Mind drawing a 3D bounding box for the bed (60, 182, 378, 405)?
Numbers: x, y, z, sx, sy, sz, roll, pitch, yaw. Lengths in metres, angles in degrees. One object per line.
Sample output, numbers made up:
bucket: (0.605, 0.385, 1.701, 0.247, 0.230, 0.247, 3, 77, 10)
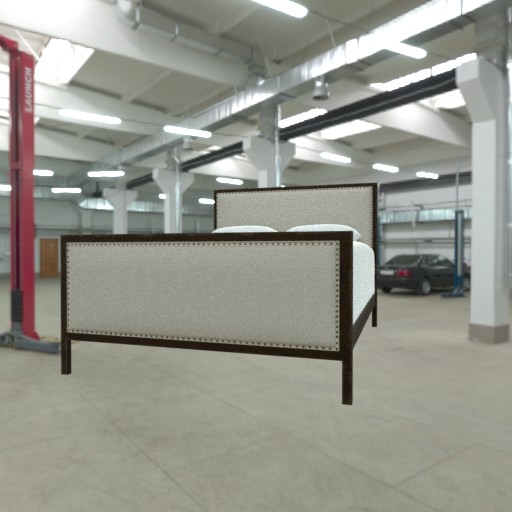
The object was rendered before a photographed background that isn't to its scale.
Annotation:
bed: (0.000, 0.000, 3.247, 1.607, 1.313, 2.221, 0, 1, 18)
